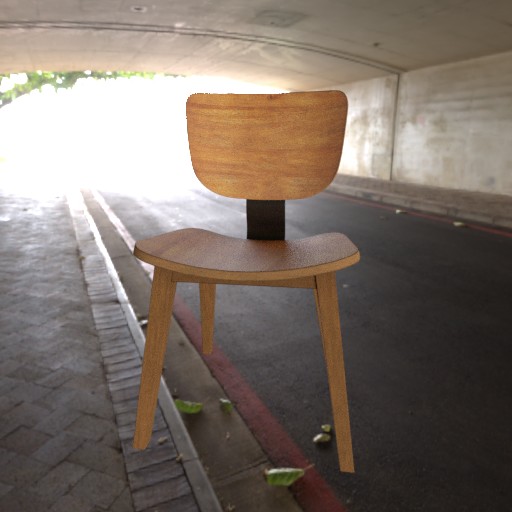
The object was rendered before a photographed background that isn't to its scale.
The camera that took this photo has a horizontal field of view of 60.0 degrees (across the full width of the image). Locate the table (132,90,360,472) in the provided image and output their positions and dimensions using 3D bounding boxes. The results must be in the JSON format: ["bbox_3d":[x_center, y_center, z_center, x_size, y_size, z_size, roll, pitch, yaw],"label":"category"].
[{"bbox_3d":[0.000,0.000,1.109,0.499,0.805,0.500,2,15,8],"label":"table"}]
